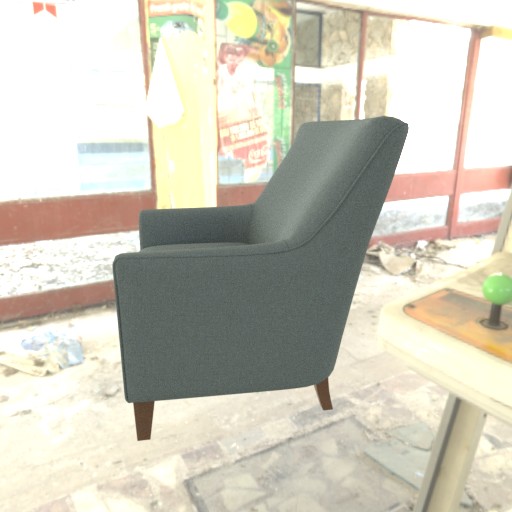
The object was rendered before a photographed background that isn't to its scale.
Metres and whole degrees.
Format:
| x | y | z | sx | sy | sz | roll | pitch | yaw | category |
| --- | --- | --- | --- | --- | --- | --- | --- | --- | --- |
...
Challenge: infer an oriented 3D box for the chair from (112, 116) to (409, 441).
| x | y | z | sx | sy | sz | roll | pitch | yaw | category |
| --- | --- | --- | --- | --- | --- | --- | --- | --- | --- |
| 0.000 | 0.000 | 1.550 | 0.879 | 0.916 | 0.756 | -2 | 16 | -9 | chair |
